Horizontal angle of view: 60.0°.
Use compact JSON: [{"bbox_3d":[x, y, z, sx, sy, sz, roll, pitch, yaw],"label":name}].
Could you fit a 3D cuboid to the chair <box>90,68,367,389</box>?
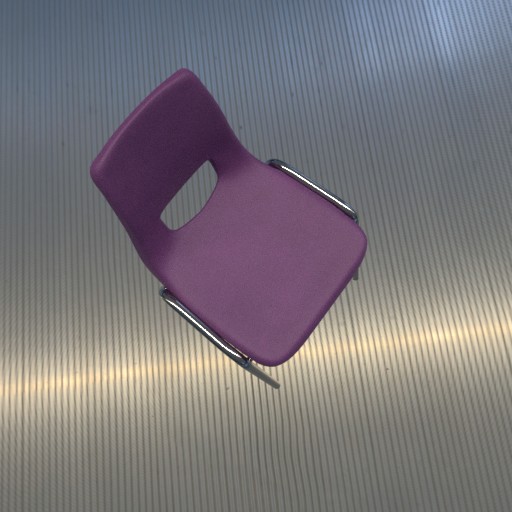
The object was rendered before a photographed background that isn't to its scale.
[{"bbox_3d":[0.000,0.000,0.902,0.432,0.654,0.381,37,79,8],"label":"chair"}]
